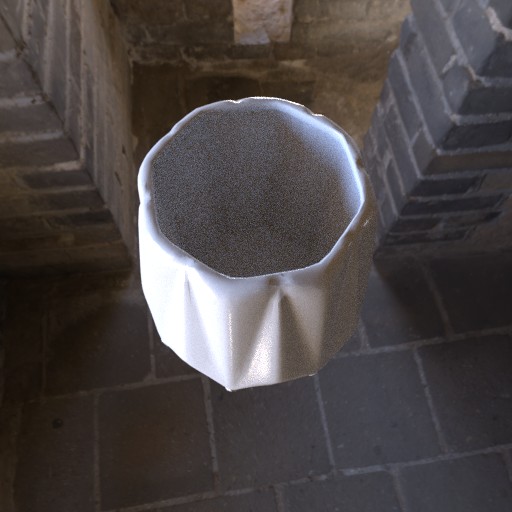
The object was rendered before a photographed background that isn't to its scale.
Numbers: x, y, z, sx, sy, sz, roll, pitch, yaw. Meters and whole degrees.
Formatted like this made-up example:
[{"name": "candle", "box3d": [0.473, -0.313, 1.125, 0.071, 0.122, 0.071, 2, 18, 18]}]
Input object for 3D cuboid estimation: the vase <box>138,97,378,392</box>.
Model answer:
[{"name": "vase", "box3d": [0.000, 0.000, 0.260, 0.141, 0.152, 0.141, 0, 64, 0]}]
